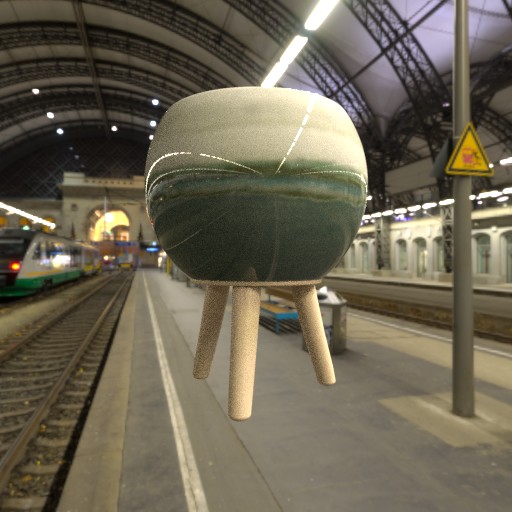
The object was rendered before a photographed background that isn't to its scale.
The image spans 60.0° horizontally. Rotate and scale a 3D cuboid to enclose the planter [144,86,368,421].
[{"bbox_3d":[0.000,0.000,0.452,0.222,0.278,0.222,0,-1,0],"label":"planter"}]
